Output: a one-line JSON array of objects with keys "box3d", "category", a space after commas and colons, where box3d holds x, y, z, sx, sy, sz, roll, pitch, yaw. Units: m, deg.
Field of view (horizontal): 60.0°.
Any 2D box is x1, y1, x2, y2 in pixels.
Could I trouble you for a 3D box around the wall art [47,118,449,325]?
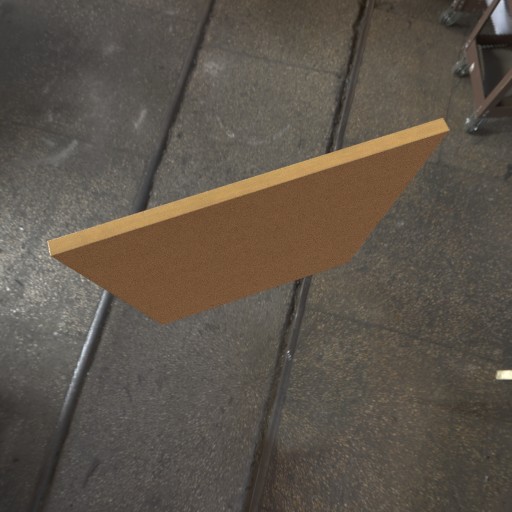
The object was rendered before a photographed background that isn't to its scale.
[{"box3d": [0.000, 0.000, 1.325, 0.798, 1.002, 0.030, -18, 75, -5], "category": "wall art"}]
